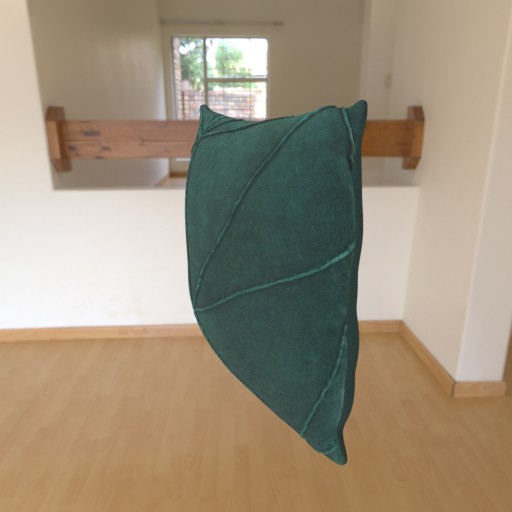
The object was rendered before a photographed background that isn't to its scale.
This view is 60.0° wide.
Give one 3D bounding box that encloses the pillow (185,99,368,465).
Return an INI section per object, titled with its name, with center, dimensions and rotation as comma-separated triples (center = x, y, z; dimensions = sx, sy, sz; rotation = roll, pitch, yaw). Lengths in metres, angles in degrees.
[pillow]
center = 0.000, 0.000, 0.663
dimensions = 0.184, 0.440, 0.439
rotation = -9, 19, -26
